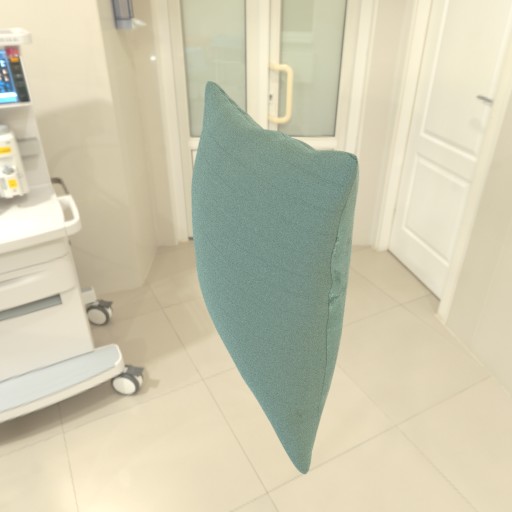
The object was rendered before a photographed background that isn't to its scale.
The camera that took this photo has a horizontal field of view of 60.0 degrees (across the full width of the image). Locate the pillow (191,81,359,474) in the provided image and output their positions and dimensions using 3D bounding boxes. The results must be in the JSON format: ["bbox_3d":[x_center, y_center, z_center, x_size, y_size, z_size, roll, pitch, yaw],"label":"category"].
[{"bbox_3d":[0.000,0.000,0.705,0.175,0.464,0.470,-11,33,-18],"label":"pillow"}]
